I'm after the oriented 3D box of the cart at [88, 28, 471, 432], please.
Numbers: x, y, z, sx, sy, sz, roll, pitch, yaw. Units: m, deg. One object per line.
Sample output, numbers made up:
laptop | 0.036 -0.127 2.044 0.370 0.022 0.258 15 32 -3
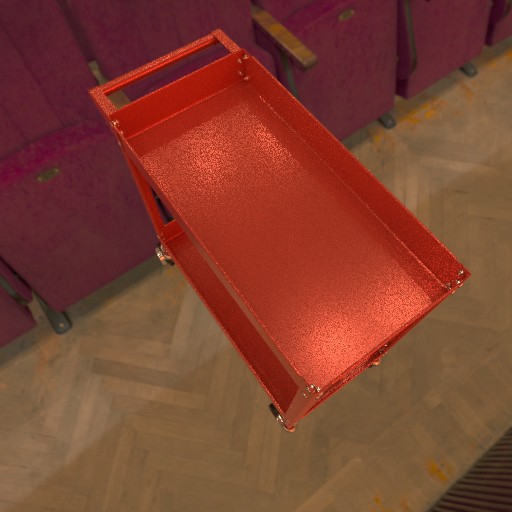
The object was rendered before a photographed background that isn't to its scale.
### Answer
cart | 0.000 0.000 1.150 0.366 0.719 0.779 -33 69 -15
